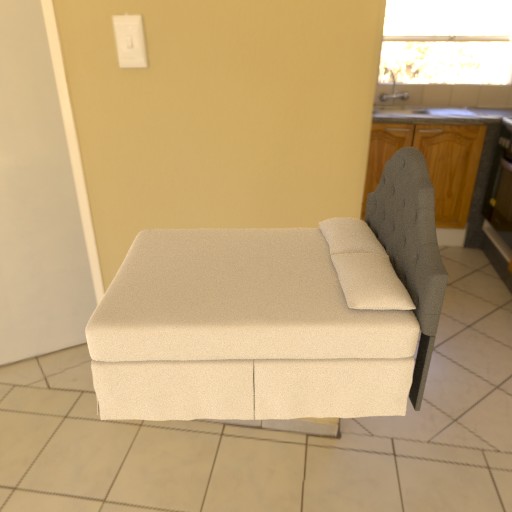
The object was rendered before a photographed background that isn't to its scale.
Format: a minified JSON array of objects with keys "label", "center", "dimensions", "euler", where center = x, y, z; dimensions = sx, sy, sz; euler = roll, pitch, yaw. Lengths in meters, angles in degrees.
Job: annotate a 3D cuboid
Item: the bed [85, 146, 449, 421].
[{"label":"bed","center":[0.000,0.000,3.270],"dimensions":[2.155,1.575,1.636],"euler":[0,26,-1]}]
